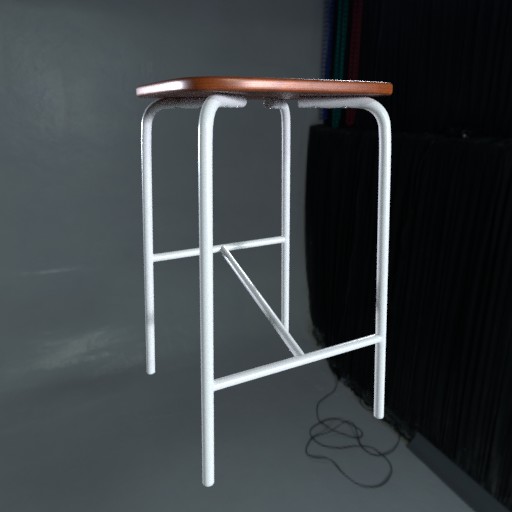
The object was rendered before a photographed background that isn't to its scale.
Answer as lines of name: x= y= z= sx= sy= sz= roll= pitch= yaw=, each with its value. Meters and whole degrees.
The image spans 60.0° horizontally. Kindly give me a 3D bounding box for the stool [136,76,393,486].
stool: x=0.000 y=0.000 z=0.849 sx=0.376 sy=0.610 sz=0.376 roll=-9 pitch=20 yaw=-26
